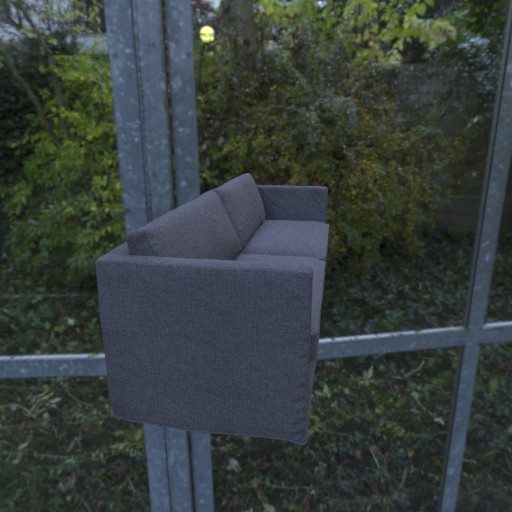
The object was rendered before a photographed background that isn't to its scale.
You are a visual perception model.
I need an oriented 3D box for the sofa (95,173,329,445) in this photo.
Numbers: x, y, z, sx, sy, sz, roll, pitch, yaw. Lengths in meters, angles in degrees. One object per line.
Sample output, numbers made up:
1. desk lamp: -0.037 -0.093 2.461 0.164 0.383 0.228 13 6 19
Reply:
1. sofa: 0.000 0.000 3.317 1.036 0.998 2.779 3 17 10
